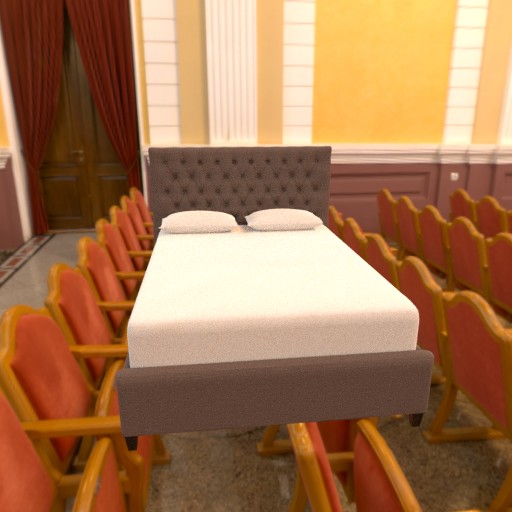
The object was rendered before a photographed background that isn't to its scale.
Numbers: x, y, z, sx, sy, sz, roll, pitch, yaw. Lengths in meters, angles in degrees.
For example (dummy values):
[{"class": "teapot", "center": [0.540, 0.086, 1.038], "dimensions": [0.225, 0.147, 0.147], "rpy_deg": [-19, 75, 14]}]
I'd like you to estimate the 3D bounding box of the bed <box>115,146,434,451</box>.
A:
[{"class": "bed", "center": [0.000, 0.000, 3.252], "dimensions": [1.696, 1.426, 2.233], "rpy_deg": [-2, 18, -7]}]
